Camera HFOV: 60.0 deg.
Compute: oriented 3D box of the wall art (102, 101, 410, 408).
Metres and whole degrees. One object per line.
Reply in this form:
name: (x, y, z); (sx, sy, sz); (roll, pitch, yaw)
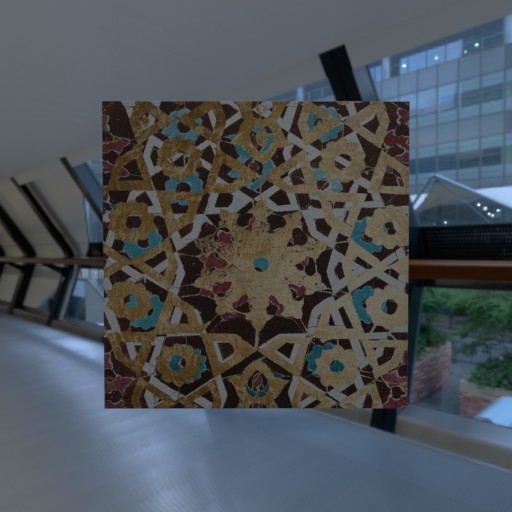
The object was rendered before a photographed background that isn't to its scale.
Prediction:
wall art: (0.000, 0.000, 1.112); (0.757, 0.762, 0.028); (0, 1, 0)
